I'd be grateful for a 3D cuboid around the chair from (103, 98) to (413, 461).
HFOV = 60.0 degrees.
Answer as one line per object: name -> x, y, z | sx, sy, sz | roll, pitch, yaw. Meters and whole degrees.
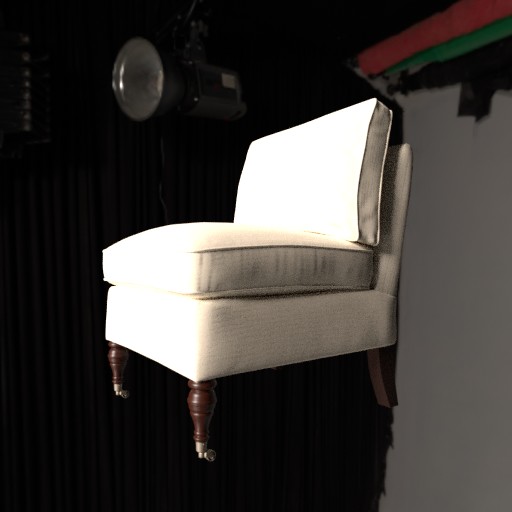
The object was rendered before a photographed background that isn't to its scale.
chair -> 0.000, 0.000, 1.357 | 0.781, 0.887, 0.630 | 0, 0, -36
